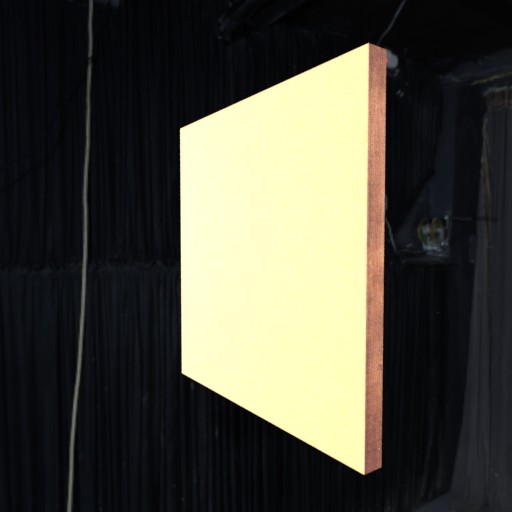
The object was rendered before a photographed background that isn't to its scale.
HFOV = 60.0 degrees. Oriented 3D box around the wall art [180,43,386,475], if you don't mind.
[{"bbox_3d":[0.000,0.000,0.822,0.037,0.572,0.554,-2,3,-35],"label":"wall art"}]
